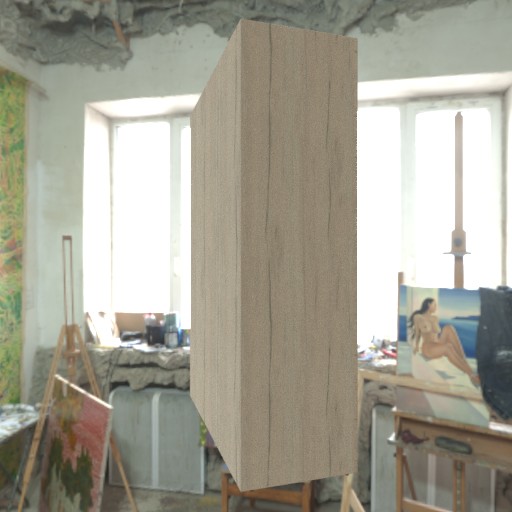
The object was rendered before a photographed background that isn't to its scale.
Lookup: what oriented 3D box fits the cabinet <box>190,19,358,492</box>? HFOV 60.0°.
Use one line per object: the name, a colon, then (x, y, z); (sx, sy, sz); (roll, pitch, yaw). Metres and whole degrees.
cabinet: (0.000, 0.000, 2.686); (0.580, 2.070, 1.400); (0, 0, -17)
